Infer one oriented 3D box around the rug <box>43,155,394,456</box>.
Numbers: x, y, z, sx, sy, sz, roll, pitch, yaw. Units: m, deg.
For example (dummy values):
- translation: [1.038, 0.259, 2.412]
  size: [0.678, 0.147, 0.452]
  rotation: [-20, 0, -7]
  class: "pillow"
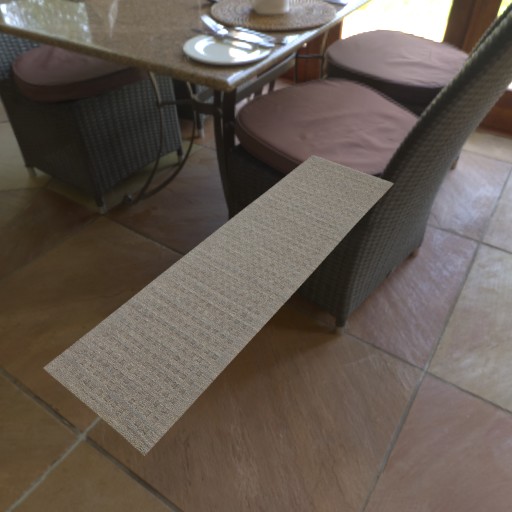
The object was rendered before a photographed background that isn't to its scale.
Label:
- translation: [0.000, 0.000, 2.650]
  size: [0.688, 0.005, 2.437]
  rotation: [27, 49, 26]
  class: "rug"
